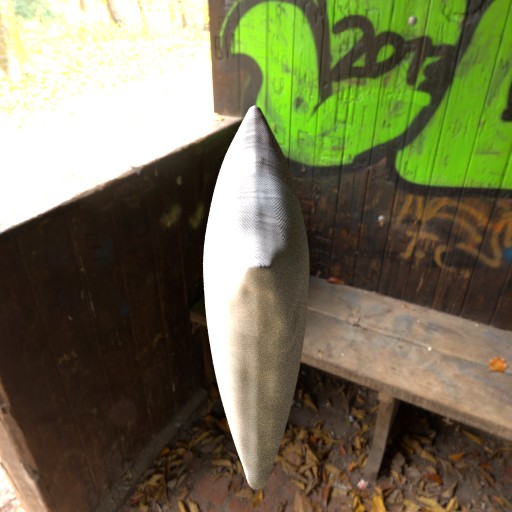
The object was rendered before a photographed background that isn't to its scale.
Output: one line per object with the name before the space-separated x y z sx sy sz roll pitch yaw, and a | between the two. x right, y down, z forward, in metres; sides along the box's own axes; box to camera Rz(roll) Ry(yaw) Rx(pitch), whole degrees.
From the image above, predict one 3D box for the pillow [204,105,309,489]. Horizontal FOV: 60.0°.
pillow | 0.000 0.000 0.629 0.139 0.305 0.506 0 32 0
